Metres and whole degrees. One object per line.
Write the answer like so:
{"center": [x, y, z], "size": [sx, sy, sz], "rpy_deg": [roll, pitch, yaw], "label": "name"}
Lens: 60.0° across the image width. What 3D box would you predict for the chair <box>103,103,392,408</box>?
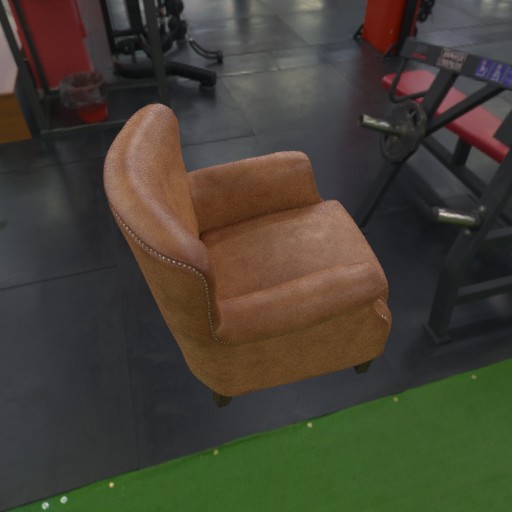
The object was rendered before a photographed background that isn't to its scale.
{"center": [0.000, 0.000, 1.679], "size": [0.921, 0.936, 0.861], "rpy_deg": [-10, 46, -10], "label": "chair"}
